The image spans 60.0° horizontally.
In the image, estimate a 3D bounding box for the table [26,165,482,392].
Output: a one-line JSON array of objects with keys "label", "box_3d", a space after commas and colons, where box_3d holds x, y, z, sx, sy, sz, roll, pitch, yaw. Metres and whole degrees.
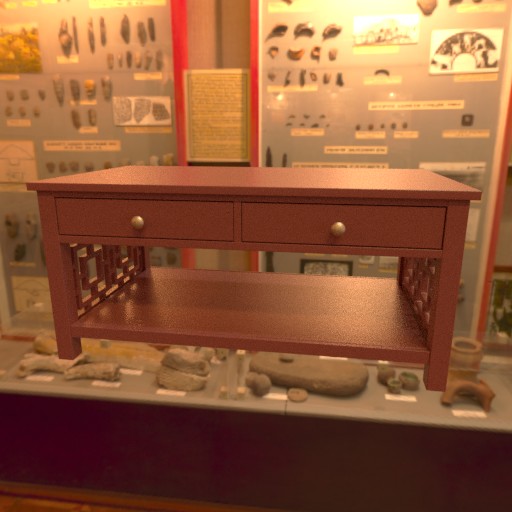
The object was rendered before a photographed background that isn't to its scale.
[{"label": "table", "box_3d": [0.000, 0.000, 1.367, 1.068, 0.493, 0.612, 2, 16, 9]}]
